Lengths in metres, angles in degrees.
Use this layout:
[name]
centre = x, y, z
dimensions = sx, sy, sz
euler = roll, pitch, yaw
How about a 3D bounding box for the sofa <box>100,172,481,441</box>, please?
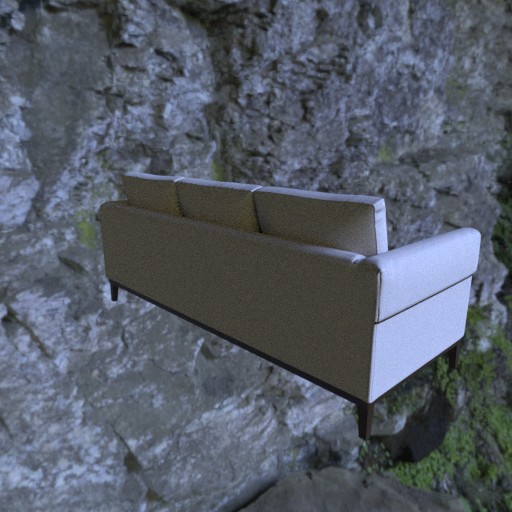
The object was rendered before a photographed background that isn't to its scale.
[sofa]
centre = 0.000, 0.000, 2.610
dimensions = 0.902, 0.911, 2.198
euler = -13, 20, -42
